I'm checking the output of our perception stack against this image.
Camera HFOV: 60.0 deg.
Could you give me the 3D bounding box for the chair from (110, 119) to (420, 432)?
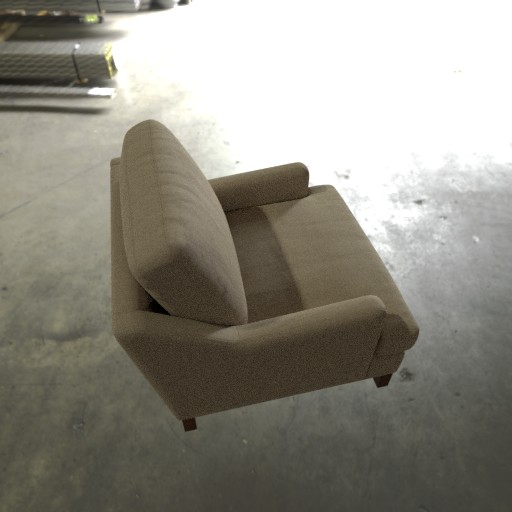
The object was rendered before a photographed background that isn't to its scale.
[{"bbox_3d":[0.000,0.000,1.737,1.001,0.916,0.912,-10,46,-9],"label":"chair"}]
